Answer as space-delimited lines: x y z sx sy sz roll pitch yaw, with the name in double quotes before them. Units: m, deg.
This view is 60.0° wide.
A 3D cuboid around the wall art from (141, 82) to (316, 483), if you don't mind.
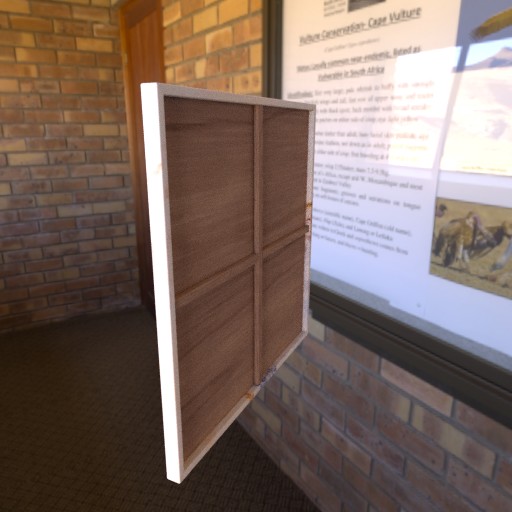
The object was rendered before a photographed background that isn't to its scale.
"wall art" 0.000 0.000 1.316 0.038 0.889 0.889 8 18 25
